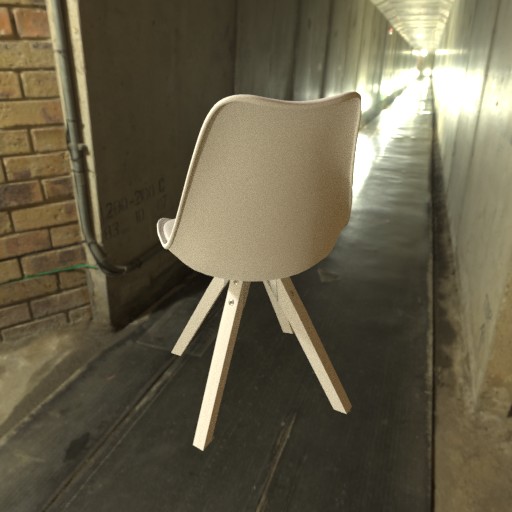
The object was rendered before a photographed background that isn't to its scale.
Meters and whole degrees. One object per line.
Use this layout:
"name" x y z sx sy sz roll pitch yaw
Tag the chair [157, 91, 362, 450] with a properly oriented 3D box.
"chair" 0.000 0.000 1.173 0.485 0.850 0.550 -8 26 -16
